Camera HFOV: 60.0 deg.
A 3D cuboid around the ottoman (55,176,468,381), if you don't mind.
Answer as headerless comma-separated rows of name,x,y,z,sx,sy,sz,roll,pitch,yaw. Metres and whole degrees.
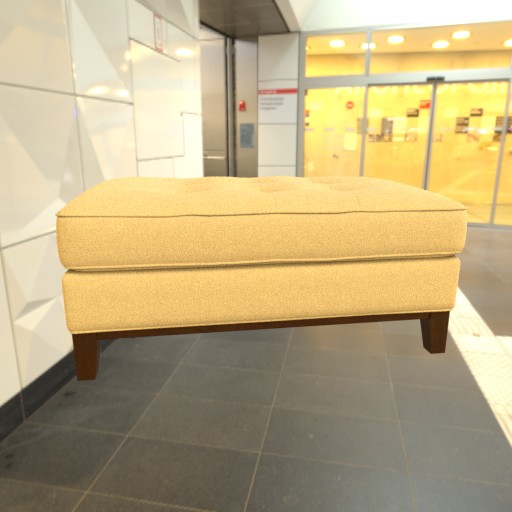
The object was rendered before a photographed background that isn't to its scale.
ottoman,0.000,0.000,1.513,1.143,0.508,0.648,-2,15,-8
